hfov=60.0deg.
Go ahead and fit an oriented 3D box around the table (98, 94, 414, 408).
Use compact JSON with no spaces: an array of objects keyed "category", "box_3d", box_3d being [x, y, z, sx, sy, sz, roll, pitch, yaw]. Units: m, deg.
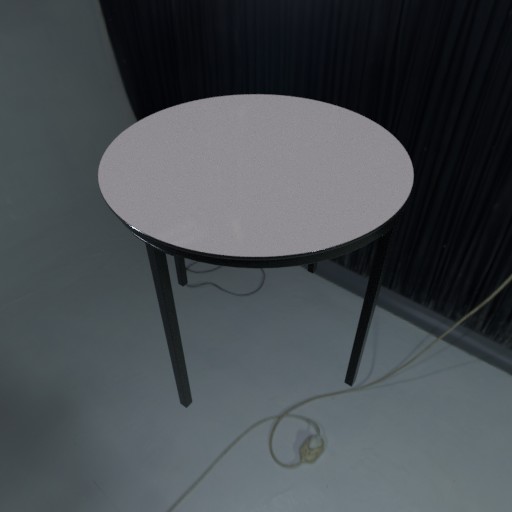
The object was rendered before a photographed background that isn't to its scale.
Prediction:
[{"category":"table","box_3d":[0.000,0.000,0.870,0.499,0.443,0.499,0,42,0]}]
